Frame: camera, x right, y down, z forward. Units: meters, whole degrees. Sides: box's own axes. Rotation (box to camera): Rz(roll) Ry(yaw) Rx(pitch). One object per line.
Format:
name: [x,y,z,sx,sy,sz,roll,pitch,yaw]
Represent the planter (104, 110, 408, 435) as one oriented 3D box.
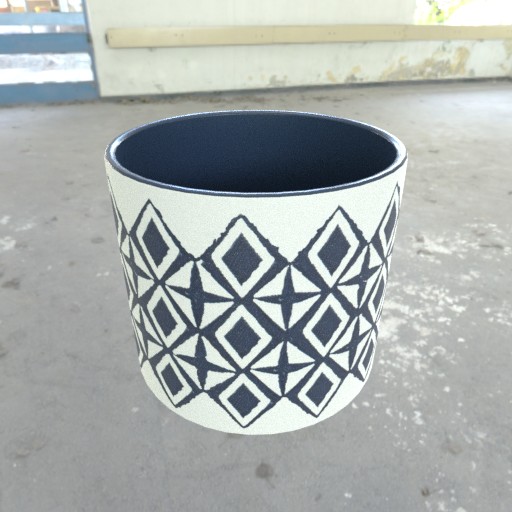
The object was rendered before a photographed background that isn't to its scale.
planter: [0.000,0.000,0.388,0.224,0.203,0.224,0,30,0]
